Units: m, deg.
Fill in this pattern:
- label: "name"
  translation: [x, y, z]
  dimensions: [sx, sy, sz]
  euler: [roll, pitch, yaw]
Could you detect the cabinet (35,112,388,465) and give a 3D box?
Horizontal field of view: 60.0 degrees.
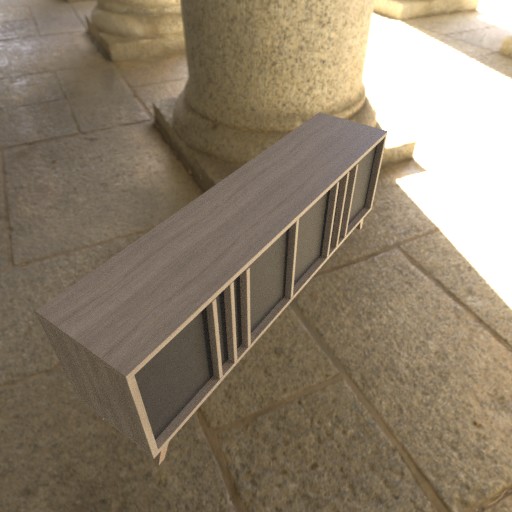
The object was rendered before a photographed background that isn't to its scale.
- label: "cabinet"
  translation: [0.000, 0.000, 2.497]
  dimensions: [0.499, 0.779, 2.198]
  euler: [25, 47, 26]
